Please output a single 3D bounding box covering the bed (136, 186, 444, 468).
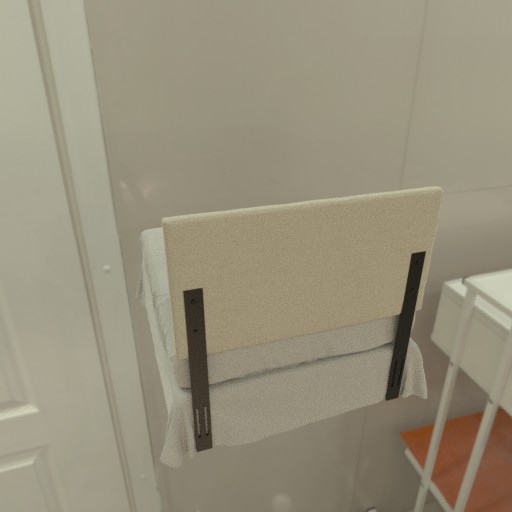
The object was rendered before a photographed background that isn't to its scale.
[{"bbox_3d":[0.000,0.000,3.541,1.936,1.577,2.222,-8,28,-17],"label":"bed"}]
